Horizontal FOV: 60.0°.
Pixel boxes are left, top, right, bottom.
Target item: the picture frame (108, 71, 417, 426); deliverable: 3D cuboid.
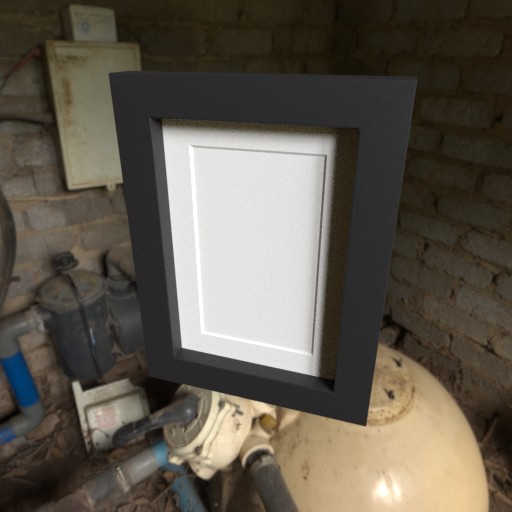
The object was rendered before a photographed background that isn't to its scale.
[{"bbox_3d":[0.000,0.000,0.273,0.157,0.208,0.028,8,27,16],"label":"picture frame"}]
